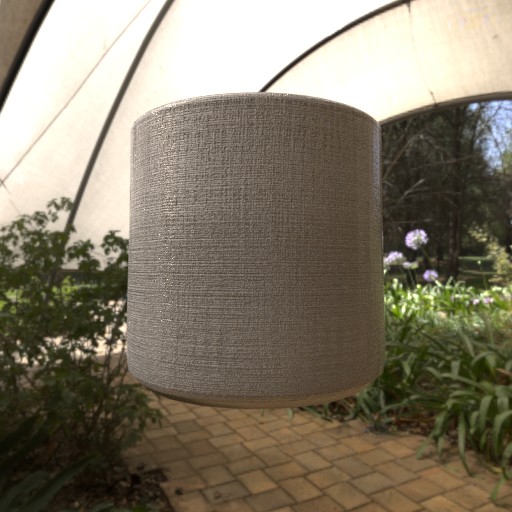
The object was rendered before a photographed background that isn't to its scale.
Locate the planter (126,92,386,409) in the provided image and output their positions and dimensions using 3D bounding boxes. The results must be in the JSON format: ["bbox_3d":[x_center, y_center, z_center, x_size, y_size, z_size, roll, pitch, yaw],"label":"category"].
[{"bbox_3d":[0.000,0.000,0.287,0.160,0.156,0.160,0,-1,0],"label":"planter"}]
